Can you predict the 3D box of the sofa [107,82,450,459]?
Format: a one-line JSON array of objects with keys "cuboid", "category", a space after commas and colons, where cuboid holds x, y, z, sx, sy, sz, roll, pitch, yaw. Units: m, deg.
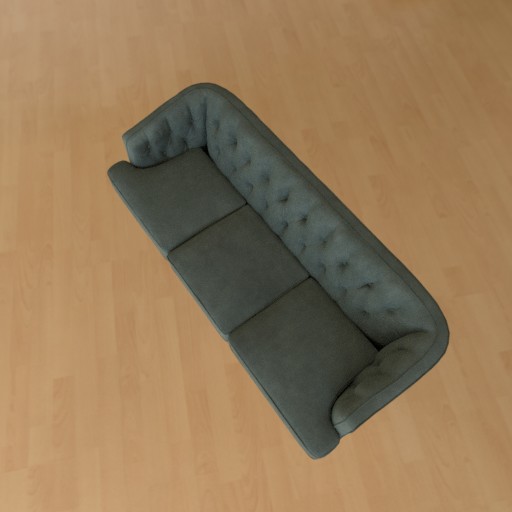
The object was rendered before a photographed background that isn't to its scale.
[{"cuboid": [0.000, 0.000, 2.788, 0.941, 0.855, 2.278, -34, 68, -15], "category": "sofa"}]
